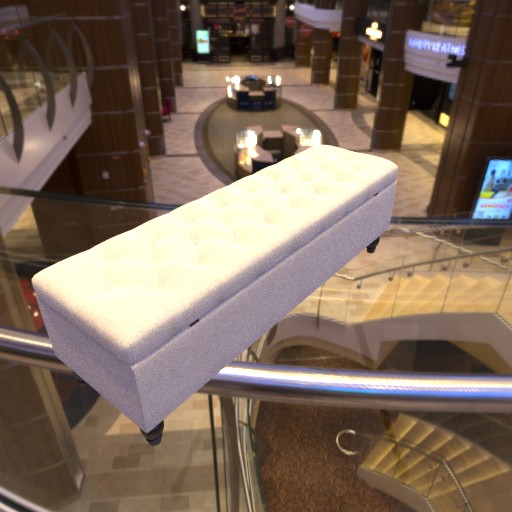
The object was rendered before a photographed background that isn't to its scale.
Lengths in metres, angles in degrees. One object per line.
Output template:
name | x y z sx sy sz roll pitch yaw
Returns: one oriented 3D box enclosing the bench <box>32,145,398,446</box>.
bench | 0.000 0.000 1.700 0.455 0.467 1.480 23 39 32
